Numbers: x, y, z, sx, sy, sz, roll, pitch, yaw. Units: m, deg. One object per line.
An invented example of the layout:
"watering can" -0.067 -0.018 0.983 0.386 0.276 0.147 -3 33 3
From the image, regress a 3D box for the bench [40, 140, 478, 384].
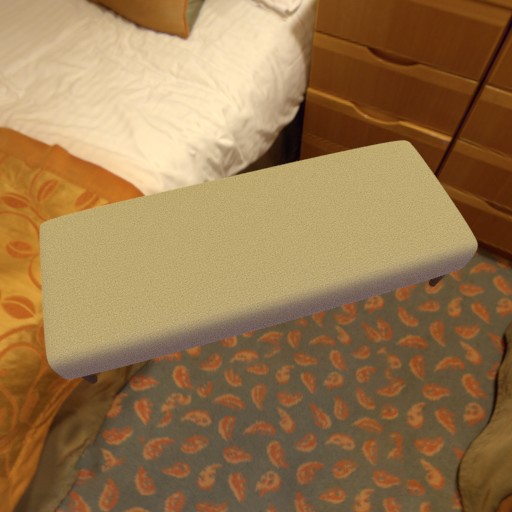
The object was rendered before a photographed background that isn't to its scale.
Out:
"bench" 0.000 0.000 1.851 1.609 0.393 0.646 -14 59 -9
